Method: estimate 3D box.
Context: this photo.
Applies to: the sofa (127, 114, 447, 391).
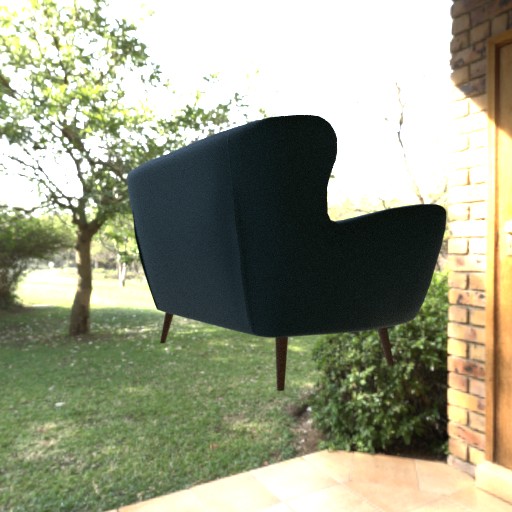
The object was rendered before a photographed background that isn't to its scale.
[{"bbox_3d":[0.000,0.000,2.013,0.889,0.889,1.397,0,1,-36],"label":"sofa"}]
